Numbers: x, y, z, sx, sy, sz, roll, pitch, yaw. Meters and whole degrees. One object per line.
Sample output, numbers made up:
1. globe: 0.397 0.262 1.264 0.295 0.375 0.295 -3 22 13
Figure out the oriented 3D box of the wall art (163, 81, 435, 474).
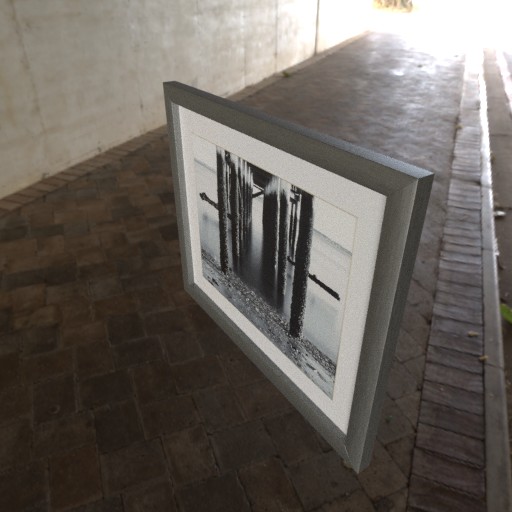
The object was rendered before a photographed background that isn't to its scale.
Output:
1. wall art: 0.000 0.000 0.725 0.028 0.457 0.556 -20 37 -29
